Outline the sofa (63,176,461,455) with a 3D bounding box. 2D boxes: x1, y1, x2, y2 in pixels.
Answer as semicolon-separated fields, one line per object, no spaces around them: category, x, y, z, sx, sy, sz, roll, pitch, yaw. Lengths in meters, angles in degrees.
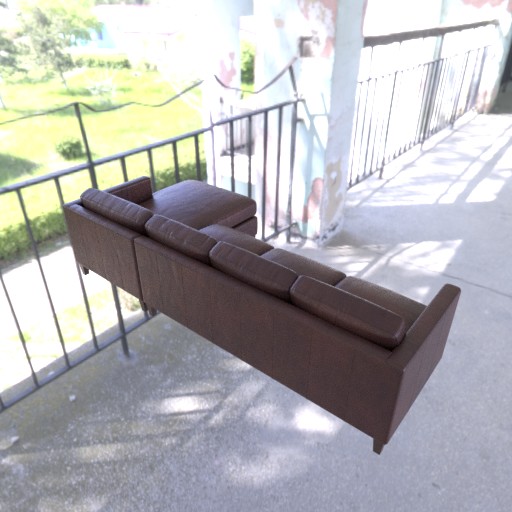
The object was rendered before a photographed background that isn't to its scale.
sofa;0.000;0.000;3.779;3.203;0.883;1.581;23;38;33
